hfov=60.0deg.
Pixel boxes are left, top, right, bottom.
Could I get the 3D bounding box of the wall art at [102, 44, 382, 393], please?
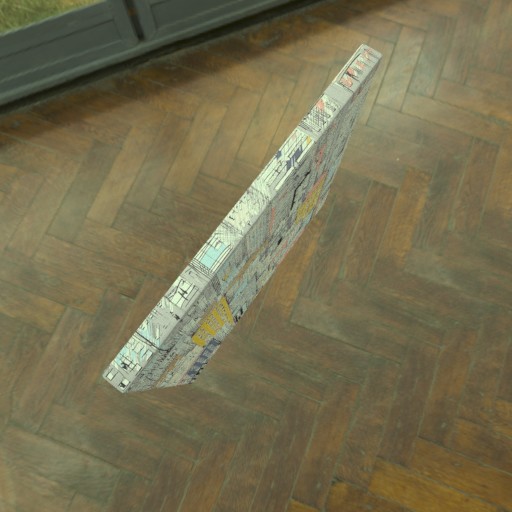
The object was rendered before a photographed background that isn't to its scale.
[{"bbox_3d":[0.000,0.000,1.132,0.048,0.762,0.761,35,78,9],"label":"wall art"}]
